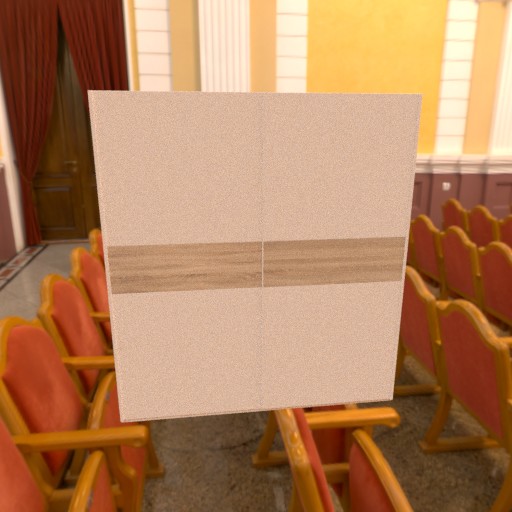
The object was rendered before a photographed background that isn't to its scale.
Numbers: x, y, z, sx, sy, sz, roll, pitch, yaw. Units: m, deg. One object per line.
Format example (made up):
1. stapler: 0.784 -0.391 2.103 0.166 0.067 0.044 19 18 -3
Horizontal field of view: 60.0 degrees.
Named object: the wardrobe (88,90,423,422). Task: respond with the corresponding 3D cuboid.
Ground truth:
1. wardrobe: 0.000 0.000 2.967 1.830 2.020 0.600 -2 16 -7
